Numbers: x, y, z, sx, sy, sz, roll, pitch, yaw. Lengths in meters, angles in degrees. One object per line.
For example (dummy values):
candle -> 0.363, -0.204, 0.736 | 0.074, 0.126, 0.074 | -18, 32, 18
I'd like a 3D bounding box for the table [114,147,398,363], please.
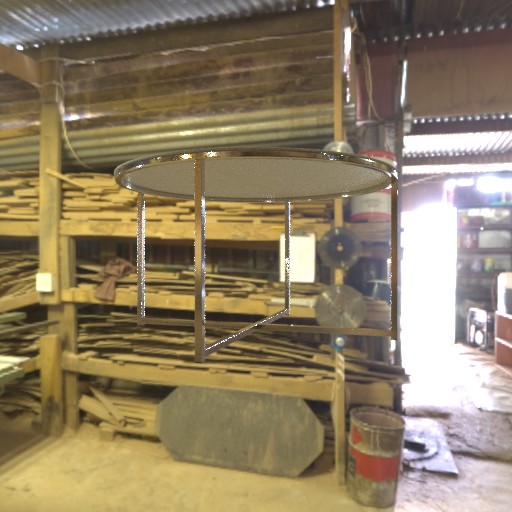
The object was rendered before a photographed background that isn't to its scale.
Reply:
table -> 0.000, 0.000, 1.311 | 0.800, 0.450, 0.800 | 0, 0, 0
